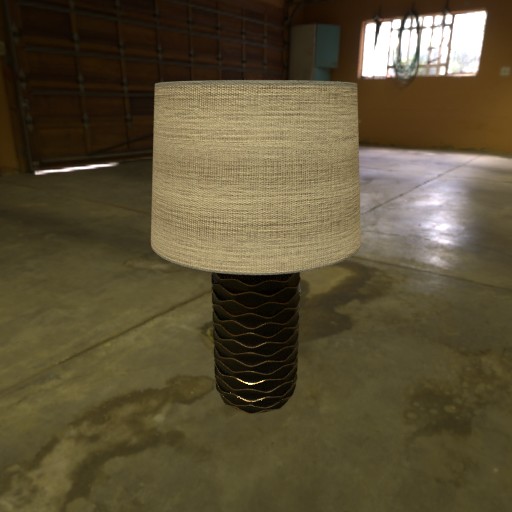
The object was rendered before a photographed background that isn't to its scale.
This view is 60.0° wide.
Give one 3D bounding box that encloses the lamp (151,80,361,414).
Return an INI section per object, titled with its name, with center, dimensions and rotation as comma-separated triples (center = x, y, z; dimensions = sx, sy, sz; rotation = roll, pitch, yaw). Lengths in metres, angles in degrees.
[lamp]
center = 0.000, 0.000, 0.824
dimensions = 0.376, 0.594, 0.376
rotation = 0, 19, 0
